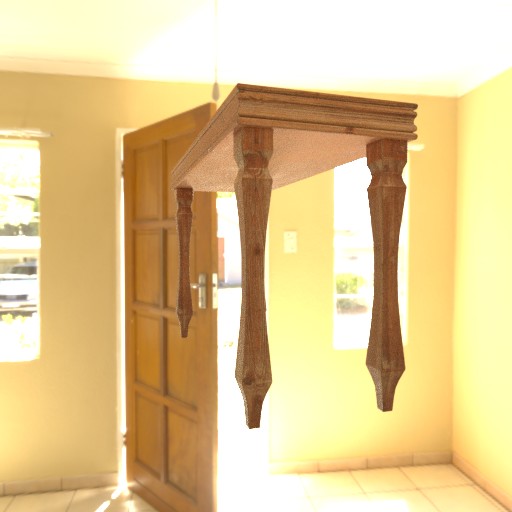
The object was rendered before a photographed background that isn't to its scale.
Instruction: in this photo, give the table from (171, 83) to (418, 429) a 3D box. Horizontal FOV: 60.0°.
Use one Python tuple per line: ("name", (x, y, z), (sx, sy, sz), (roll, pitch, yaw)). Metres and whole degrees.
("table", (0.000, 0.000, 1.794), (0.522, 0.873, 1.330), (0, 1, -18))
